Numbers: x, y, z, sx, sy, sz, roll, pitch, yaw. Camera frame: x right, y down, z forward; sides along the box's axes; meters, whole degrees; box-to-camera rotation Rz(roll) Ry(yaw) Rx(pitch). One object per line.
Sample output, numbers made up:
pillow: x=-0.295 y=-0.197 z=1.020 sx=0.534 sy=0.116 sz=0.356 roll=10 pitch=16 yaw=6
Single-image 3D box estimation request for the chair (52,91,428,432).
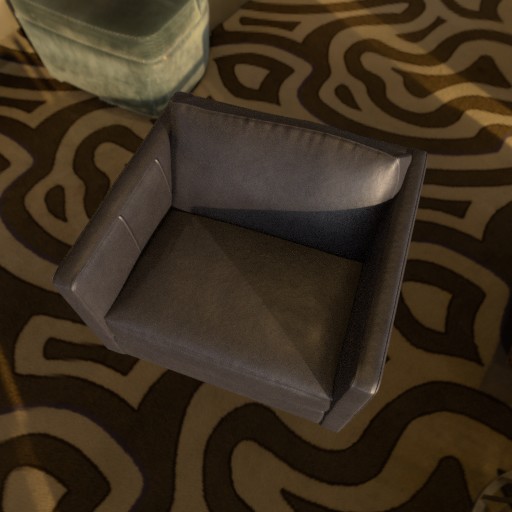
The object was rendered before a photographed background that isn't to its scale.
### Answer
chair: x=0.000 y=0.000 z=1.568 sx=0.939 sy=0.811 sz=0.862 roll=17 pitch=61 yaw=10
